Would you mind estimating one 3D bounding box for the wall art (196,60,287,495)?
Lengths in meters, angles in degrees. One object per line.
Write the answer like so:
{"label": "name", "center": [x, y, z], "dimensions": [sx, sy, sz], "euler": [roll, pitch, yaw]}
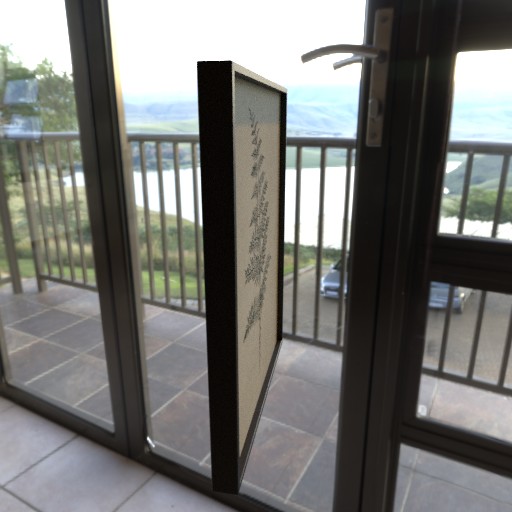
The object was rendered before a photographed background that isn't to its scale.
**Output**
{"label": "wall art", "center": [0.000, 0.000, 0.746], "dimensions": [0.039, 0.555, 0.449], "euler": [3, 17, 11]}
